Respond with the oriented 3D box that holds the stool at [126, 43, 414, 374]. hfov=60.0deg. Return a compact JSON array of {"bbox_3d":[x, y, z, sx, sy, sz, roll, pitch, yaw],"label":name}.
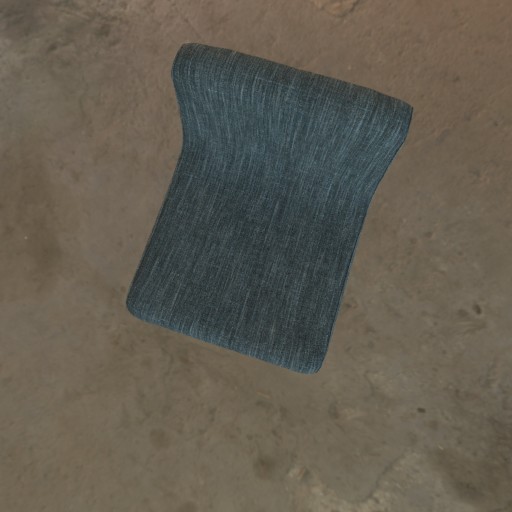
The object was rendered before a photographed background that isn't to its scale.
[{"bbox_3d":[0.000,0.000,1.055,0.395,0.835,0.459,17,76,4],"label":"stool"}]
